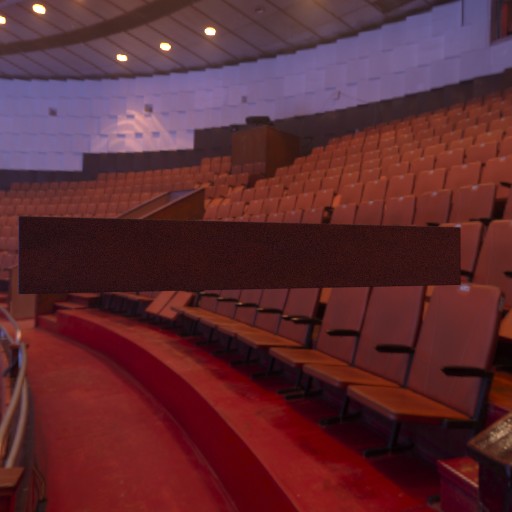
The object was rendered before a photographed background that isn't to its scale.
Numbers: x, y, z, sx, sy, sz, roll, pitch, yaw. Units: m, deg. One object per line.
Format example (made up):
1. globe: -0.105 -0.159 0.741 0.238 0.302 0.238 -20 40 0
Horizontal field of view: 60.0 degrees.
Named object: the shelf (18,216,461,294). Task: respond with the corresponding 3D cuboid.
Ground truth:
1. shelf: 0.000 0.000 0.661 0.607 0.088 0.152 0 0 -17
